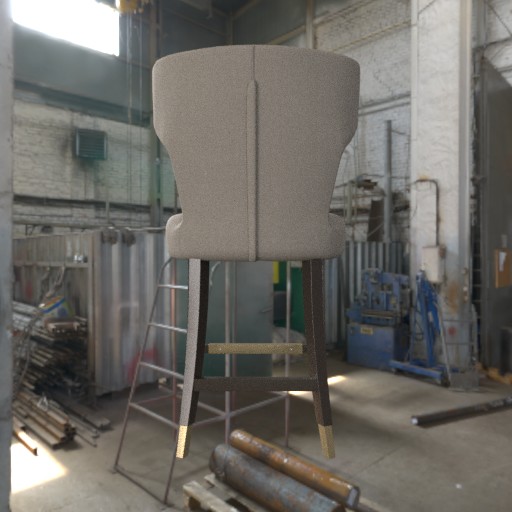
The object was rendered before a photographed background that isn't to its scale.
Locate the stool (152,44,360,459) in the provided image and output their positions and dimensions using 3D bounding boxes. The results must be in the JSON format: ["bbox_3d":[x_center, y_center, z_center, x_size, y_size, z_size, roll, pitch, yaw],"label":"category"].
[{"bbox_3d":[0.000,0.000,1.279,0.527,0.982,0.563,0,0,0],"label":"stool"}]
